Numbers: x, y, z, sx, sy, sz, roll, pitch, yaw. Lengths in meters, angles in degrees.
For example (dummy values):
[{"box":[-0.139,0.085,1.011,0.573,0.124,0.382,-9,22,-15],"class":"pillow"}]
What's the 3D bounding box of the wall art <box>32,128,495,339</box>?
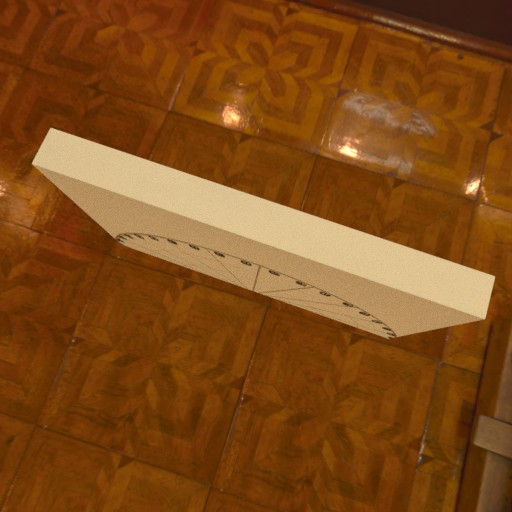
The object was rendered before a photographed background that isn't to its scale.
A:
[{"box":[0.000,0.000,0.481,0.384,0.254,0.039,19,77,5],"class":"wall art"}]
